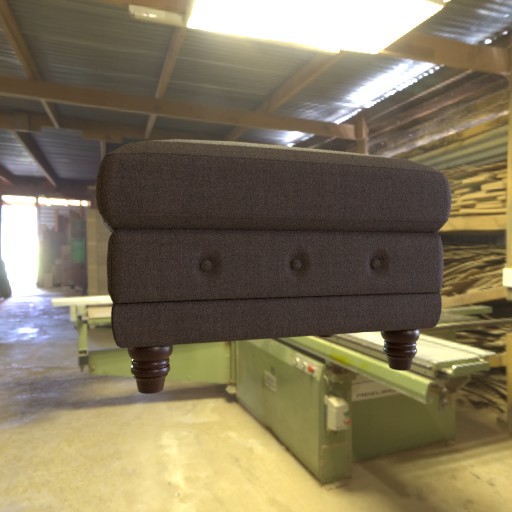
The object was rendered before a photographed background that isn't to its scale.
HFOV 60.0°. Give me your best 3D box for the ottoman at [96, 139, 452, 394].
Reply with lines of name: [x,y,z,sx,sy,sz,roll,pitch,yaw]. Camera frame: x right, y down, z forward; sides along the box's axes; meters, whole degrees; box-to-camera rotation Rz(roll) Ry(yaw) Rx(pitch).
ottoman: [0.000,0.000,1.217,0.809,0.555,0.599,0,1,-17]
